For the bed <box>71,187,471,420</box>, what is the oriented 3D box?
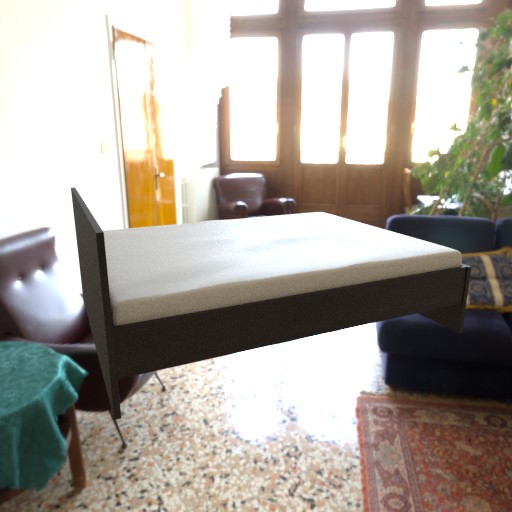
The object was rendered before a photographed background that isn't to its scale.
[{"bbox_3d":[0.000,0.000,2.893,2.073,0.823,1.585,-7,17,-24],"label":"bed"}]
